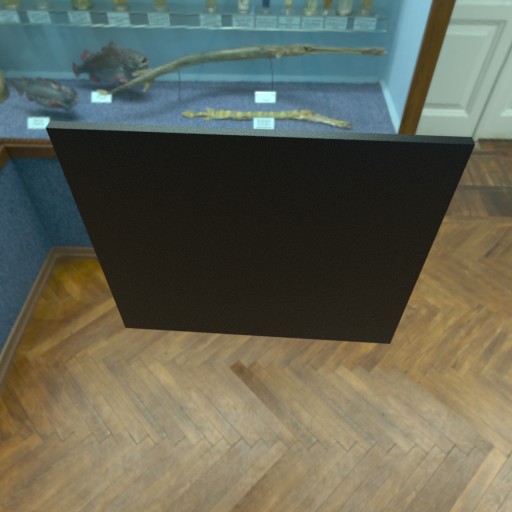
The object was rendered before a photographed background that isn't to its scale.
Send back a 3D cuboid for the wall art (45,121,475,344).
[{"bbox_3d":[0.000,0.000,0.520,0.383,0.332,0.012,3,48,3],"label":"wall art"}]
